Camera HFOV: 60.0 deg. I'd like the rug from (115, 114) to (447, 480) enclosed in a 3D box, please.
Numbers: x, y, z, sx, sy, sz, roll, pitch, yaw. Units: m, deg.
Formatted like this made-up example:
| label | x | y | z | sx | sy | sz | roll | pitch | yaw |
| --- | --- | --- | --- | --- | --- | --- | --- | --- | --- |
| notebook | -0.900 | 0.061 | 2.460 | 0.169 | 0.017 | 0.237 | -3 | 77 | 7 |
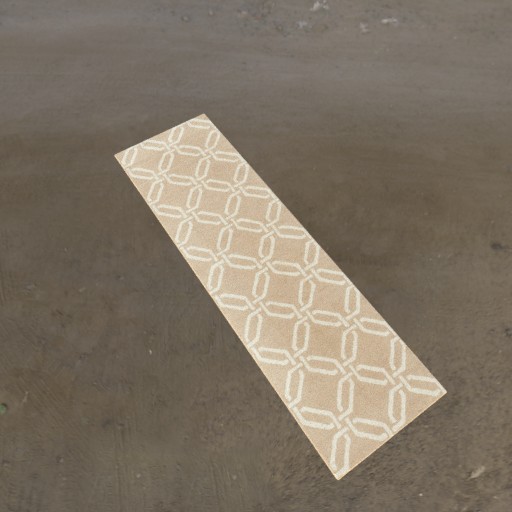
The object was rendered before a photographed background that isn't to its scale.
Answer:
| label | x | y | z | sx | sy | sz | roll | pitch | yaw |
| --- | --- | --- | --- | --- | --- | --- | --- | --- | --- |
| rug | 0.000 | 0.000 | 2.500 | 0.678 | 0.014 | 2.276 | -30 | 65 | -16 |
